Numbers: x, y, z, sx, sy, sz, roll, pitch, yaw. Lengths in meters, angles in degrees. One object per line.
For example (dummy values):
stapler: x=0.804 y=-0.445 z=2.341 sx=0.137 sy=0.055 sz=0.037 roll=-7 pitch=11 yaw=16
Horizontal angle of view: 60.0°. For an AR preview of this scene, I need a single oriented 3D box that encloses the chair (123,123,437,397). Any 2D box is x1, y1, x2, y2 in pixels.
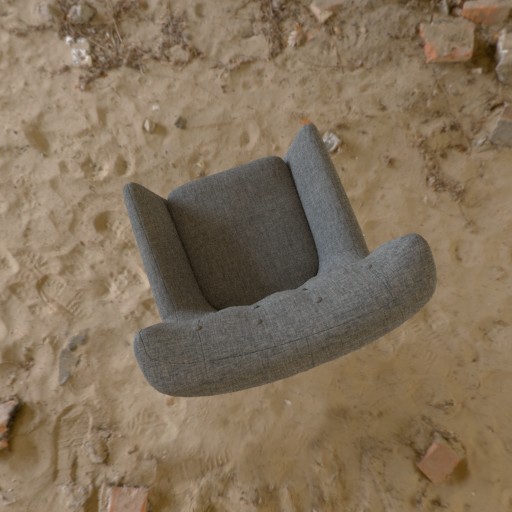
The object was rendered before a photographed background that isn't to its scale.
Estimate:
chair: x=0.000 y=0.000 z=1.756 sx=0.878 sy=1.063 sz=0.904 roll=-19 pitch=78 yaw=-4
